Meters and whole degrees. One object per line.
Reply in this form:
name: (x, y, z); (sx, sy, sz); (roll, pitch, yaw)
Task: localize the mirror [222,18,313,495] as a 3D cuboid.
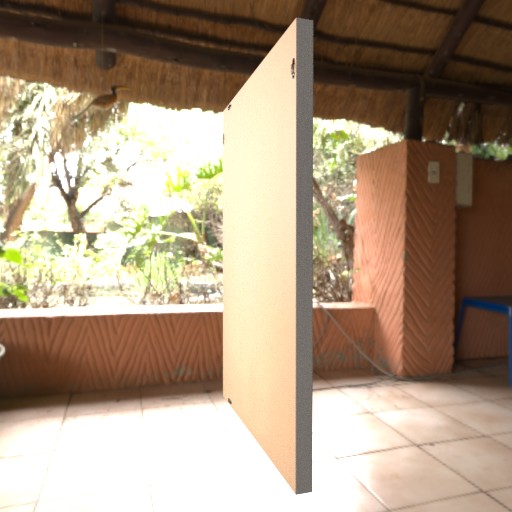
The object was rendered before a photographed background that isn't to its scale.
mirror: (0.000, 0.000, 1.143); (0.040, 0.915, 0.609); (0, 1, -18)
